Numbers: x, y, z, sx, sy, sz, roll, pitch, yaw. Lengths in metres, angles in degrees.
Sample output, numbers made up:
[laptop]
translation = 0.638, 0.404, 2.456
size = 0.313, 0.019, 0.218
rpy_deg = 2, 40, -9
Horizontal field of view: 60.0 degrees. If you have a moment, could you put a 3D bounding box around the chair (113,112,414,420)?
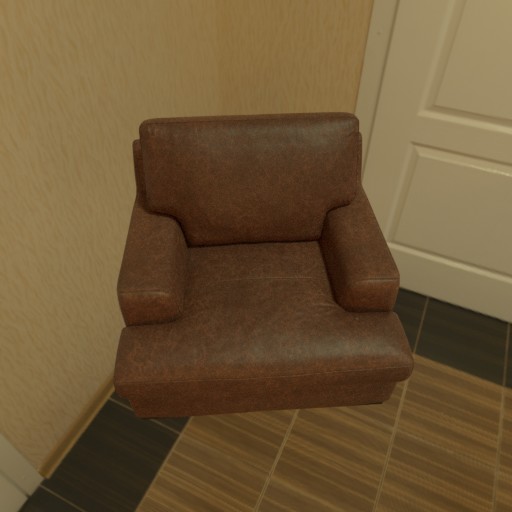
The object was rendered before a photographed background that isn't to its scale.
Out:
[chair]
translation = 0.000, 0.000, 1.982
size = 1.168, 0.939, 1.143
rpy_deg = -3, 45, -3
